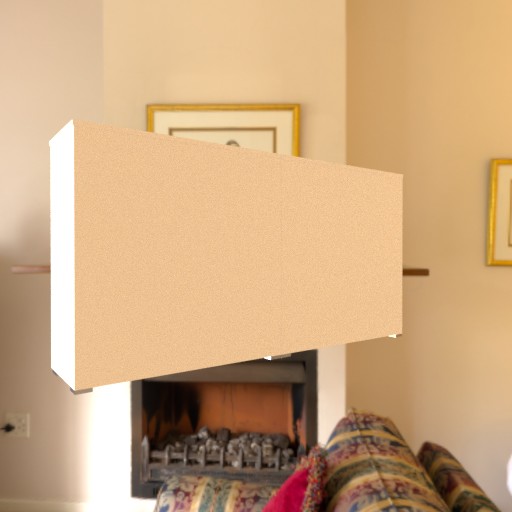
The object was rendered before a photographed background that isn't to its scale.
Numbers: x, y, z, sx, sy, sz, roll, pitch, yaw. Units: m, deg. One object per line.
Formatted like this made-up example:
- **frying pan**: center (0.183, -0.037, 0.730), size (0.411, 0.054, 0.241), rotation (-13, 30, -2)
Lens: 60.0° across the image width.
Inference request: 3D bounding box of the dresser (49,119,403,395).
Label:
- **dresser**: center (0.000, 0.000, 1.853), size (1.535, 0.790, 0.333), rotation (0, 1, -36)
